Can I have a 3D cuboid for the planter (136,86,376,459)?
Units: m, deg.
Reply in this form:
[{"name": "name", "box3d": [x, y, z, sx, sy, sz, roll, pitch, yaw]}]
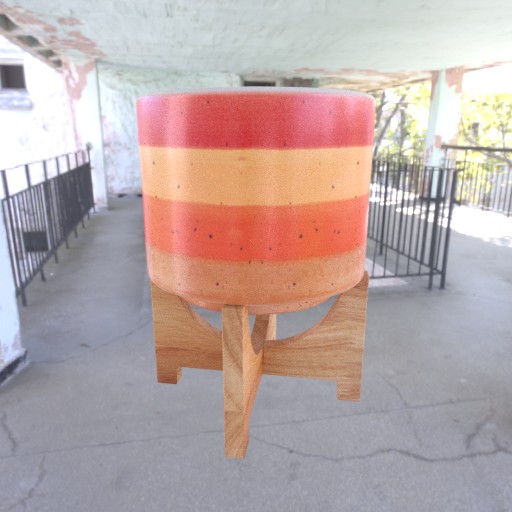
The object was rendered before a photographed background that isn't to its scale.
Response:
[{"name": "planter", "box3d": [0.000, 0.000, 0.398, 0.199, 0.268, 0.199, 0, 15, 0]}]
